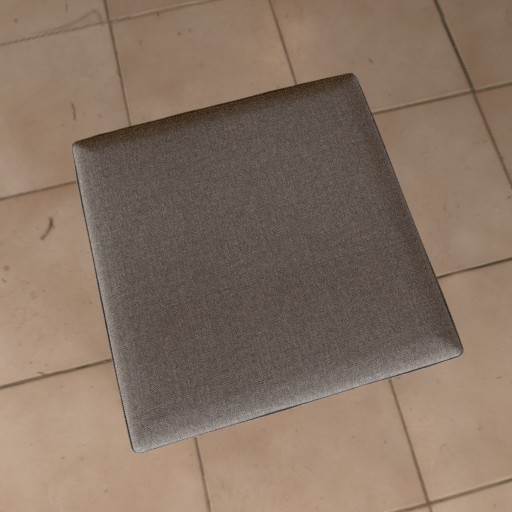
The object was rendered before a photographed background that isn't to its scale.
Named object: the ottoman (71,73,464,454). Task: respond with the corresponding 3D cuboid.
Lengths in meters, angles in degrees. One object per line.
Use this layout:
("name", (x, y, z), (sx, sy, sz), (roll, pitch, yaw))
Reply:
("ottoman", (0.000, 0.000, 1.544), (1.017, 0.423, 1.023), (-15, 76, -4))
